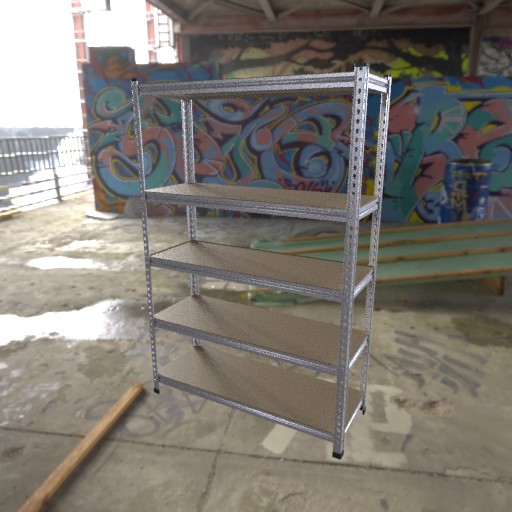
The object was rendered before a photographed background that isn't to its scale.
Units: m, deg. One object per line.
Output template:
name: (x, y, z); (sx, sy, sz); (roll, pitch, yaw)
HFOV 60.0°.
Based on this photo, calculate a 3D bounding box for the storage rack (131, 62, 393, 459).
storage rack: (0.000, 0.000, 2.424); (1.219, 1.829, 0.457); (9, 18, 28)
